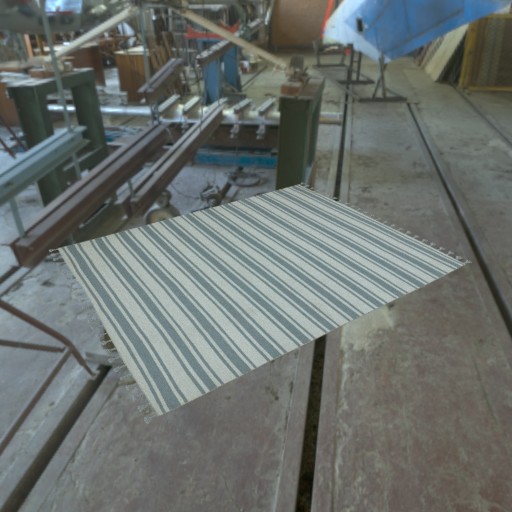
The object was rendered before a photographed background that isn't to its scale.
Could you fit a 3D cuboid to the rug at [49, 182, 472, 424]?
[{"bbox_3d":[0.000,0.000,4.180,3.201,0.005,2.439,-19,36,-29],"label":"rug"}]
